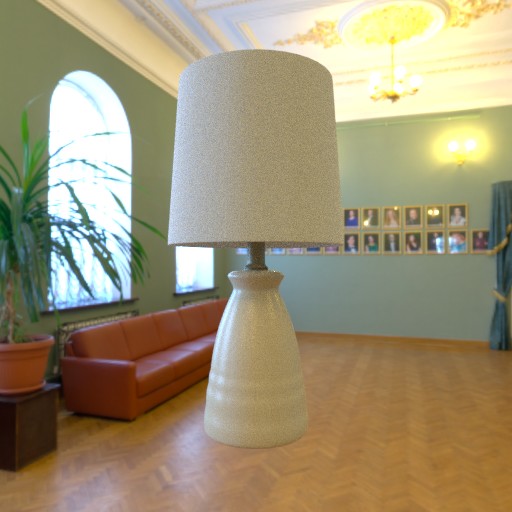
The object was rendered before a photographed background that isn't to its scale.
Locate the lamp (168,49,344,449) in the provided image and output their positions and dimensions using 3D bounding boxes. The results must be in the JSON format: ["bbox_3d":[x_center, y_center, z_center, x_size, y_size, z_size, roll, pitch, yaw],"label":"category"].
[{"bbox_3d":[0.000,0.000,0.477,0.186,0.369,0.186,0,-1,0],"label":"lamp"}]
